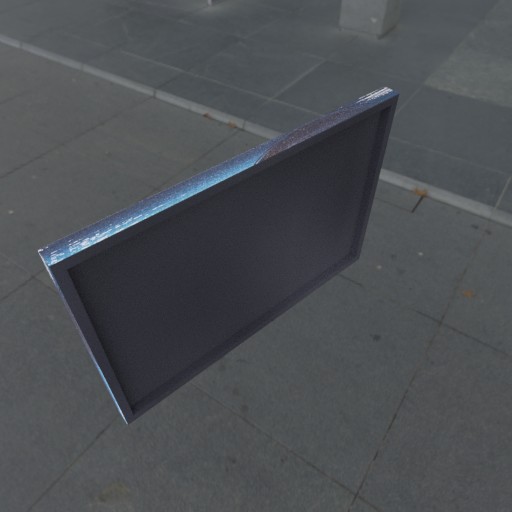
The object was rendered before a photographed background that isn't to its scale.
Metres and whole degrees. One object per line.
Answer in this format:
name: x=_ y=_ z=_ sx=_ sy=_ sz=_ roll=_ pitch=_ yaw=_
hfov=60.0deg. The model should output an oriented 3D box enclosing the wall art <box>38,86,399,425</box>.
wall art: x=0.000 y=0.000 z=0.764 sx=0.609 sy=0.406 sz=0.033 roll=-32 pitch=54 yaw=-27
